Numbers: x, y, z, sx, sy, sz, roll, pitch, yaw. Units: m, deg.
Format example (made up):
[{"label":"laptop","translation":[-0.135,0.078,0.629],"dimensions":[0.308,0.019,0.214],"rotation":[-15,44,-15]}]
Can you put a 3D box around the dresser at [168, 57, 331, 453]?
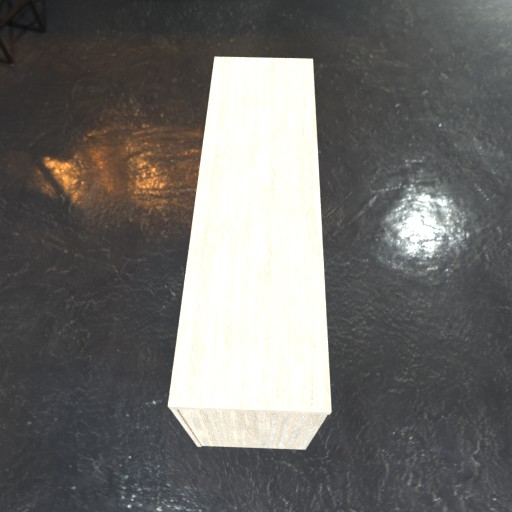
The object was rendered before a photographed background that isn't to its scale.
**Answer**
[{"label":"dresser","translation":[0.000,0.000,1.979],"dimensions":[0.457,0.914,1.524],"rotation":[2,59,1]}]
